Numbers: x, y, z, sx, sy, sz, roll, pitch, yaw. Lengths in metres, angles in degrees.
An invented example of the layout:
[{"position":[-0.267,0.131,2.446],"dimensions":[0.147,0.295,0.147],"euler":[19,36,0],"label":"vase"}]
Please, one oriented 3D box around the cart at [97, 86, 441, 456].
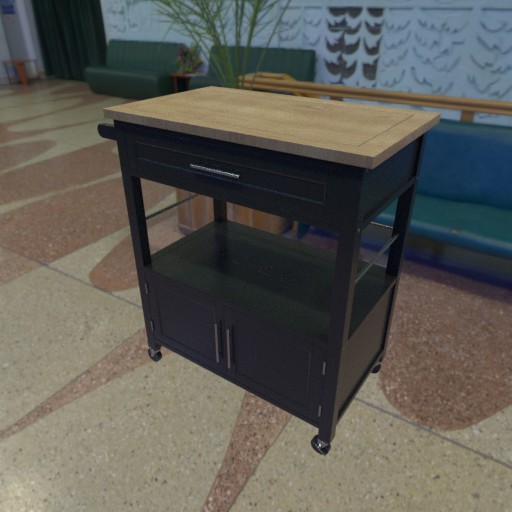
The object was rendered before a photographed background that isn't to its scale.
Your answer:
[{"position":[0.000,0.000,1.404],"dimensions":[0.840,0.901,0.459],"euler":[19,35,30],"label":"cart"}]
